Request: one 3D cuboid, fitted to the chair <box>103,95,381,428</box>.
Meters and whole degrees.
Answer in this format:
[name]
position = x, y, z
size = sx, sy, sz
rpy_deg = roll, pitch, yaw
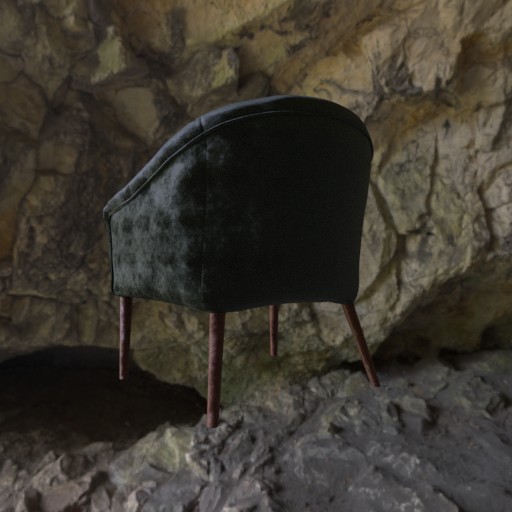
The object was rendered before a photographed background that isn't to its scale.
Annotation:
[chair]
position = 0.000, 0.000, 1.536
size = 0.851, 0.885, 0.776
rpy_deg = 1, -1, -36
